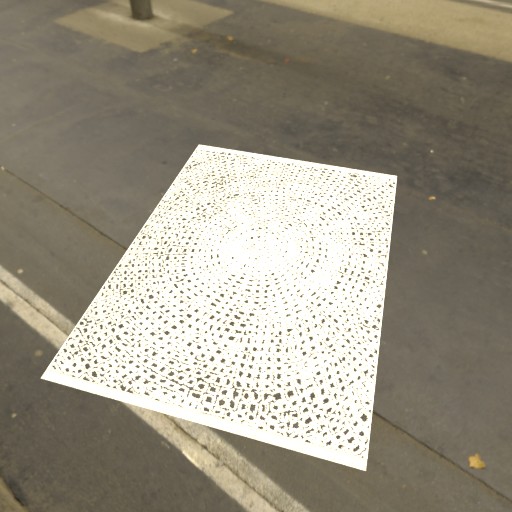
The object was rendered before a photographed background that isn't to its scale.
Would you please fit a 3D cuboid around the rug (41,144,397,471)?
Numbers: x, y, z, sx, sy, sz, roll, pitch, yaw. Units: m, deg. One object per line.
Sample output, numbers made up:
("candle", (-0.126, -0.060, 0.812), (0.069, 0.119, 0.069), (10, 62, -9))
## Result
("rug", (0.000, 0.000, 2.067), (1.190, 0.003, 1.634), (12, 47, 11))
